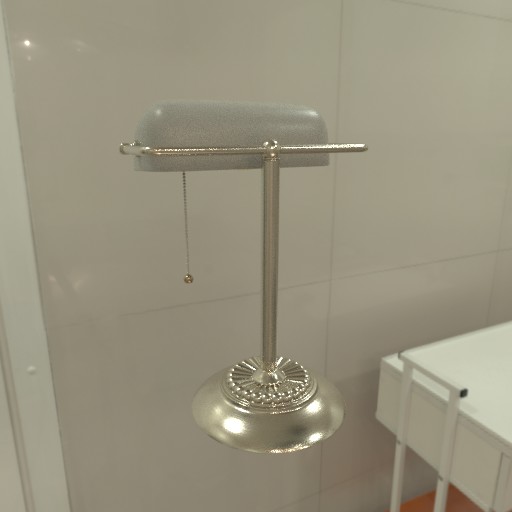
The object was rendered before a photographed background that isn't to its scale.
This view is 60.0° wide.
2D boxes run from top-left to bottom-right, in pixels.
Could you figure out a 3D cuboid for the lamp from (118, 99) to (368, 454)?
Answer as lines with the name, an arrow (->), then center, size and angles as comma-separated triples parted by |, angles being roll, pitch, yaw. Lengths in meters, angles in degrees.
lamp -> 0.000, 0.000, 0.504 | 0.264, 0.339, 0.243 | -8, 17, -26
